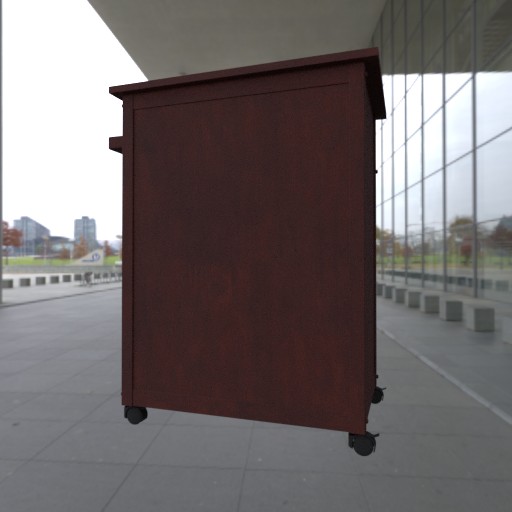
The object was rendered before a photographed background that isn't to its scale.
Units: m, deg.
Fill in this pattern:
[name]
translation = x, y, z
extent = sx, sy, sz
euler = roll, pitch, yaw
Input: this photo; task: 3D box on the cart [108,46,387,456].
[cart]
translation = 0.000, 0.000, 1.234
extent = 0.683, 0.864, 0.442
euler = 0, -1, 19
